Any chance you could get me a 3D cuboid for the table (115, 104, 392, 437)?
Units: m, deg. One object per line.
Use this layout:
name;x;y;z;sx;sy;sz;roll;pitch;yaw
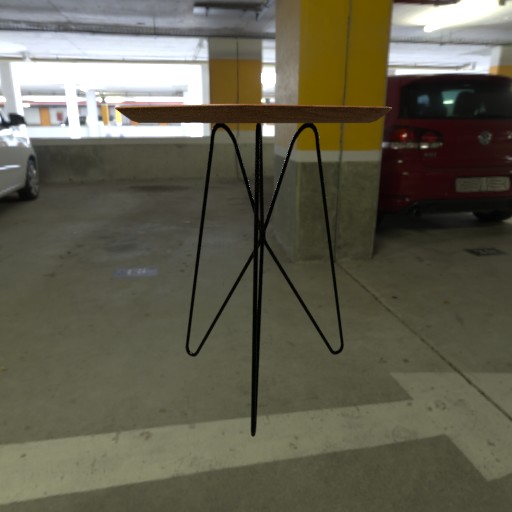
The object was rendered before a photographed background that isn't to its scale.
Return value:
table;0.000;0.000;0.890;0.500;0.562;0.400;-9;19;-27
